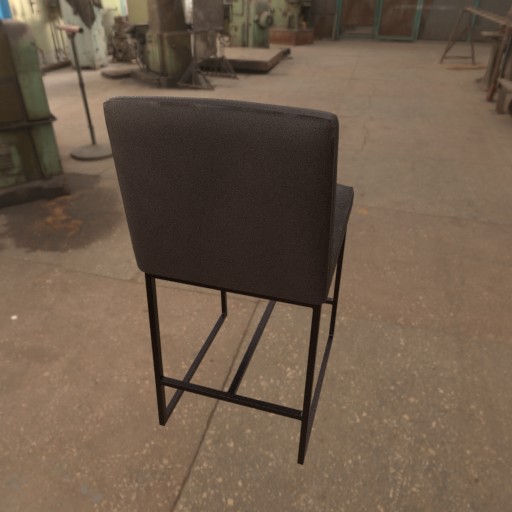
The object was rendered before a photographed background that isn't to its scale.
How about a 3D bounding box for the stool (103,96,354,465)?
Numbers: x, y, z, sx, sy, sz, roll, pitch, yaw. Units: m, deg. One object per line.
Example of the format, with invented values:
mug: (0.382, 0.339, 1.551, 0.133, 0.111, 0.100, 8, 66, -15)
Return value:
stool: (0.000, 0.000, 1.232, 0.463, 0.946, 0.562, 9, 33, 15)
